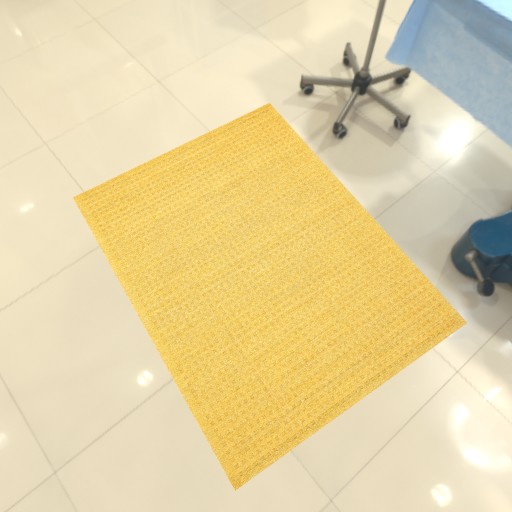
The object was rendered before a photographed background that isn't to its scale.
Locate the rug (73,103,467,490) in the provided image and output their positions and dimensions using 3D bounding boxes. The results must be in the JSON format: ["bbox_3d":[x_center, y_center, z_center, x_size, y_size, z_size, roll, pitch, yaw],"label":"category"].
[{"bbox_3d":[0.000,0.000,4.351,2.486,0.015,3.242,-30,67,-14],"label":"rug"}]
